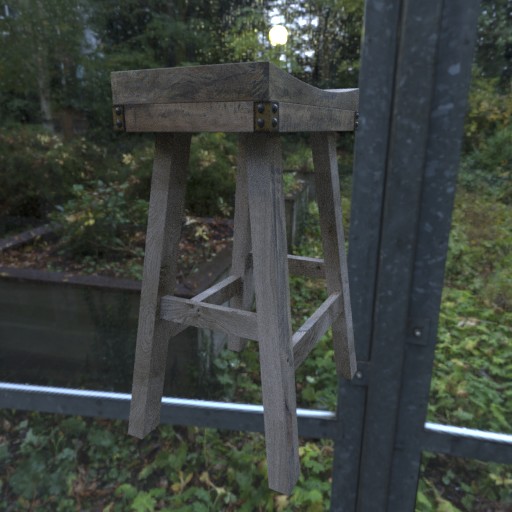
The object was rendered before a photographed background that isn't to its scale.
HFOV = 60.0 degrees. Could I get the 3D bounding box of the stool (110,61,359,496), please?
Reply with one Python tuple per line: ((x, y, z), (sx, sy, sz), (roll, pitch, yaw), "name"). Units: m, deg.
((0.000, 0.000, 0.864), (0.330, 0.635, 0.450), (8, 18, 25), "stool")
